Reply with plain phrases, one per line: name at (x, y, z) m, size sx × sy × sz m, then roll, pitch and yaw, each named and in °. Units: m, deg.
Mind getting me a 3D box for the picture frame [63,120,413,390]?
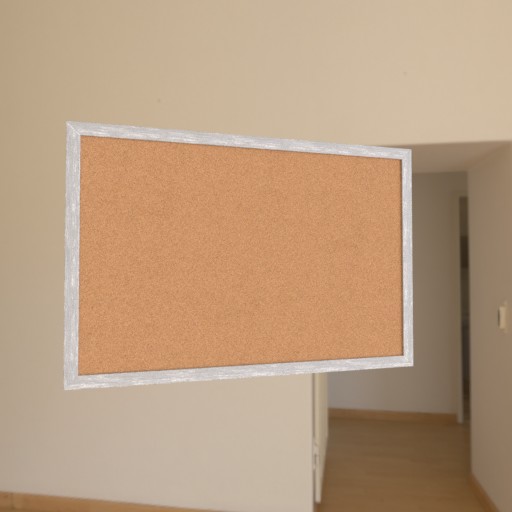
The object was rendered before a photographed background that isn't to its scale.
picture frame at (0.000, 0.000, 1.194) m, size 0.950 × 0.640 × 0.029 m, roll 0°, pitch -2°, yaw -16°
